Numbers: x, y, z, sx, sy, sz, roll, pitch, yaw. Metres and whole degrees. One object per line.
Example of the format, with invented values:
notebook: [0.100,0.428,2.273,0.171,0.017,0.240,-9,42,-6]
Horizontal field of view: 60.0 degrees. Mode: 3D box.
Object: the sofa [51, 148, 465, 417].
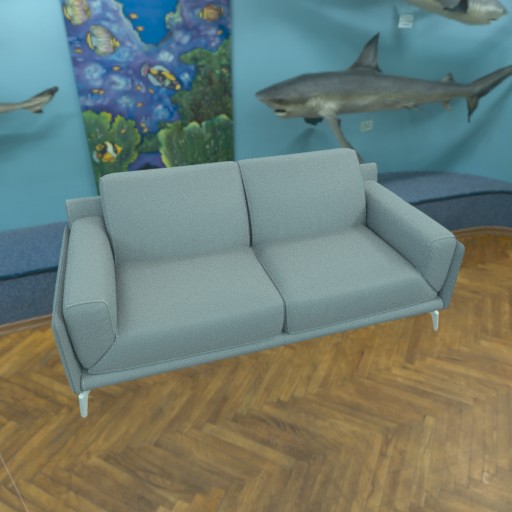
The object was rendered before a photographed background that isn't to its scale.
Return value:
sofa: [0.000,0.000,2.539,2.100,0.900,0.969,-10,33,-15]
